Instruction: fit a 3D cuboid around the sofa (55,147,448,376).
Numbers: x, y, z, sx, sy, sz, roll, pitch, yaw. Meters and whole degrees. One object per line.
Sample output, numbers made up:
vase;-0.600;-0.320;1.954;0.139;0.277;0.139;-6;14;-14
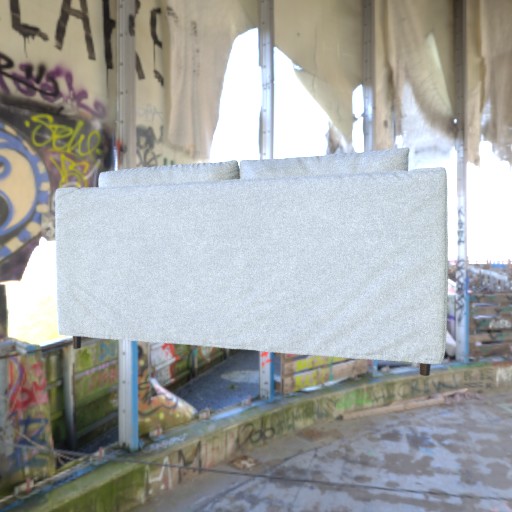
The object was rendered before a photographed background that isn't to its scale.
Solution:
sofa;0.000;0.000;2.618;2.010;1.018;1.072;0;0;18
